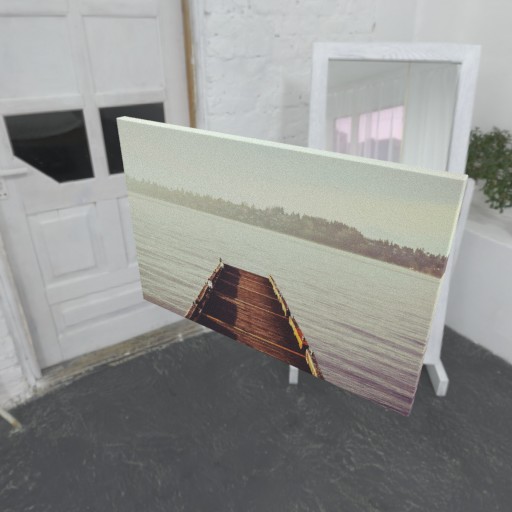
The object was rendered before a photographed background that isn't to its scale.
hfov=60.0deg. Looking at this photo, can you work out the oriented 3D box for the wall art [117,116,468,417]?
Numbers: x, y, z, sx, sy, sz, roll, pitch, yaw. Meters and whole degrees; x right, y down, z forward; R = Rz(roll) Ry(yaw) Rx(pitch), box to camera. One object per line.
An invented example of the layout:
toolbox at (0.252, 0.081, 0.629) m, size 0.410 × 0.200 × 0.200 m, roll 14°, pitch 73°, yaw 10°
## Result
wall art at (0.000, 0.000, 1.469) m, size 1.149 × 0.765 × 0.040 m, roll 18°, pitch 34°, yaw 29°
